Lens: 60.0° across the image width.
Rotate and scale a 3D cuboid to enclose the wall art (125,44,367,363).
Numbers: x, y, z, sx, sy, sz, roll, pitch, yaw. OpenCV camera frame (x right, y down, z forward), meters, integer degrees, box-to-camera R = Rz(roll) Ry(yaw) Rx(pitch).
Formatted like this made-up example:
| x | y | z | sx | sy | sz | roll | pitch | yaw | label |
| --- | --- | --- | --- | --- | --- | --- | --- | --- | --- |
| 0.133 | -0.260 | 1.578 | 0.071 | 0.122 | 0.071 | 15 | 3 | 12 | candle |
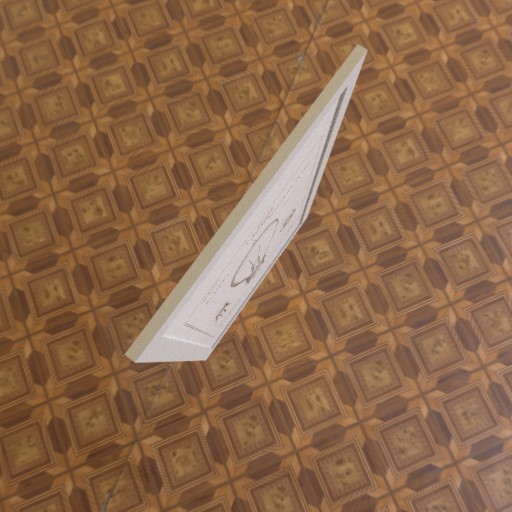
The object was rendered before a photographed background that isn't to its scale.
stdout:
| x | y | z | sx | sy | sz | roll | pitch | yaw | label |
| --- | --- | --- | --- | --- | --- | --- | --- | --- | --- |
| 0.000 | 0.000 | 0.589 | 0.010 | 0.474 | 0.325 | 34 | 79 | 7 | wall art |
